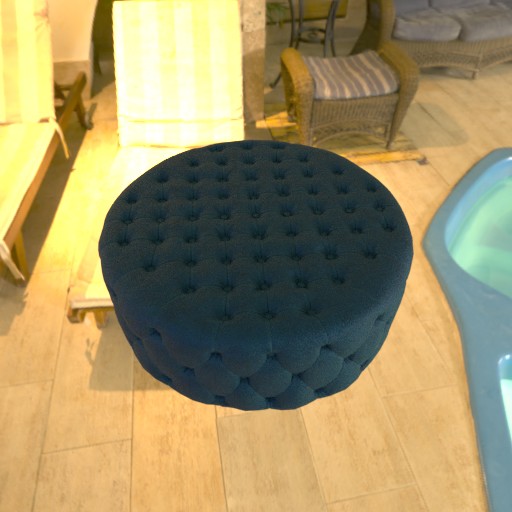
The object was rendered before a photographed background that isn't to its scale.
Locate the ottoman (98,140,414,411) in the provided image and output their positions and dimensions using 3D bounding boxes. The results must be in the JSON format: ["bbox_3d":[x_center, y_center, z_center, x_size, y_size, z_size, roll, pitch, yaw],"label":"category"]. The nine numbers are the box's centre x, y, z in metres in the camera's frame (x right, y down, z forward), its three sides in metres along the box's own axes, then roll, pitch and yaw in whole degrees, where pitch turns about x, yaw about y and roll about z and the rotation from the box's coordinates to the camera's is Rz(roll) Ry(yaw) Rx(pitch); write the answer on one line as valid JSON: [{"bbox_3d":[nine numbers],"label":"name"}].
[{"bbox_3d":[0.000,0.000,1.513,0.998,0.398,0.998,0,44,0],"label":"ottoman"}]
